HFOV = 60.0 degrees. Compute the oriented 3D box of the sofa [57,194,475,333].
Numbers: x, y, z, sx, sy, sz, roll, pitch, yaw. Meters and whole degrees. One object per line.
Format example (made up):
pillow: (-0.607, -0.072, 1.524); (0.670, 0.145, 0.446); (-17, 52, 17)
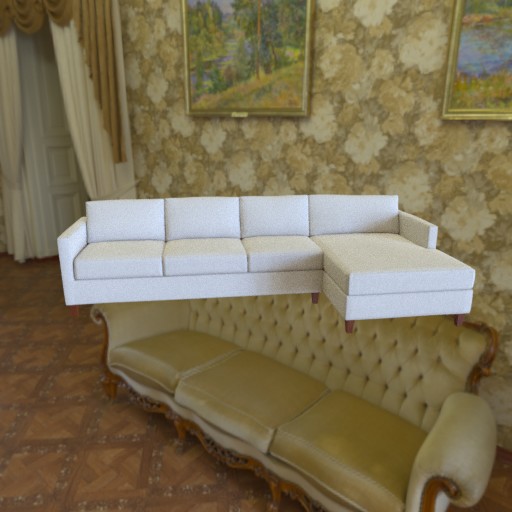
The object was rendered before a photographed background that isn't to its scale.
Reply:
sofa: (0.000, 0.000, 4.175); (3.471, 0.954, 1.599); (-2, 17, -7)
